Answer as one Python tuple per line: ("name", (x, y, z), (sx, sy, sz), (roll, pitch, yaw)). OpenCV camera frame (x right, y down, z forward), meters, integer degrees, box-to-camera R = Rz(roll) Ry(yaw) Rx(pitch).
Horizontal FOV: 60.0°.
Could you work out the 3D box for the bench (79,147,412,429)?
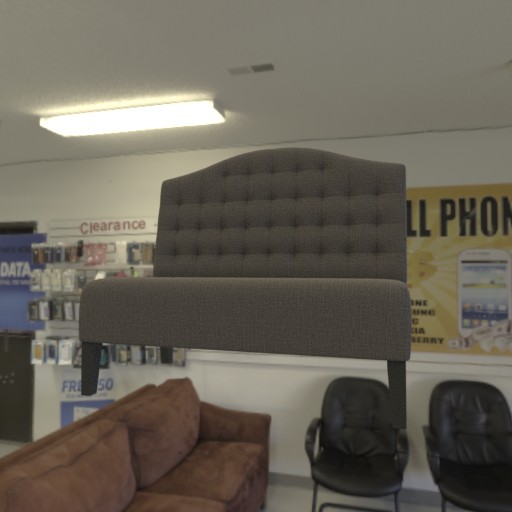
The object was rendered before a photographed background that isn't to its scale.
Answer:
("bench", (0.000, 0.000, 2.046), (1.335, 1.180, 0.815), (-1, -2, 18))
